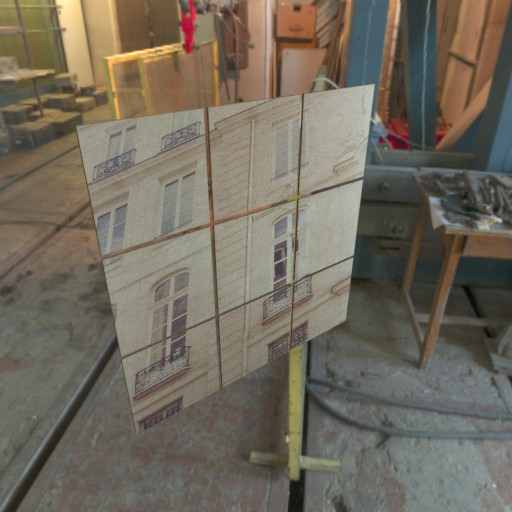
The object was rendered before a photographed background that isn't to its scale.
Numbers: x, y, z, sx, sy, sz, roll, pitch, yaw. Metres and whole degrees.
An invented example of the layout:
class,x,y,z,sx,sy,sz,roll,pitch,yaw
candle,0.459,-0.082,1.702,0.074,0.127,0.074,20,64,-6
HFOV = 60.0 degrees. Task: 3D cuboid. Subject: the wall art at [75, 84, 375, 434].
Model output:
class,x,y,z,sx,sy,sz,roll,pitch,yaw
wall art,0.000,0.000,2.260,1.526,1.522,0.023,-21,35,-32
